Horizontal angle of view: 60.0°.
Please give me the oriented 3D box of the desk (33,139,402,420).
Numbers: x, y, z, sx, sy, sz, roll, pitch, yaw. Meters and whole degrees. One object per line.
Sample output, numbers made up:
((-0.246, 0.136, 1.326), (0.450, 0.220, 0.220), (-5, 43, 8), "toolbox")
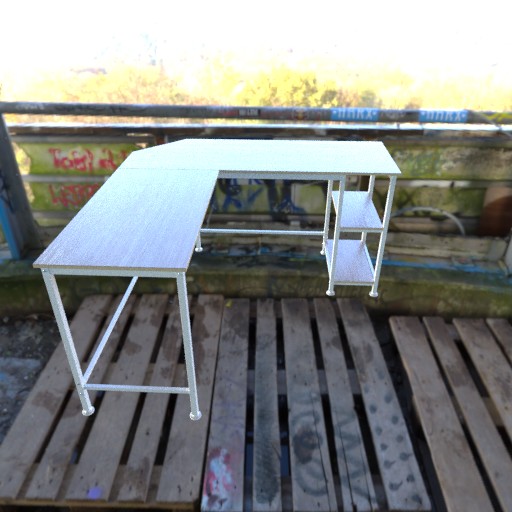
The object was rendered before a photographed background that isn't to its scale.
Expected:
((0.000, 0.000, 2.184), (1.379, 0.739, 1.379), (1, 32, 2), "desk")
